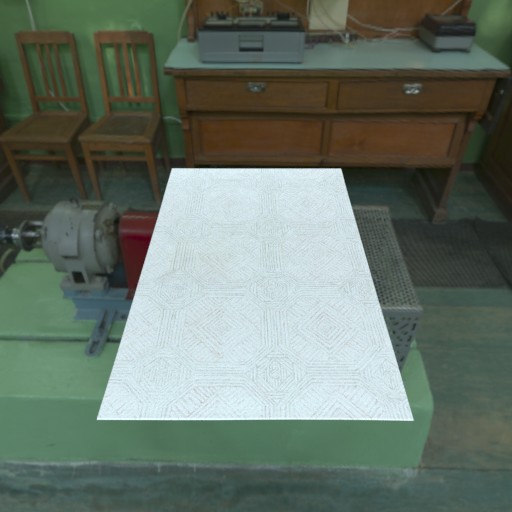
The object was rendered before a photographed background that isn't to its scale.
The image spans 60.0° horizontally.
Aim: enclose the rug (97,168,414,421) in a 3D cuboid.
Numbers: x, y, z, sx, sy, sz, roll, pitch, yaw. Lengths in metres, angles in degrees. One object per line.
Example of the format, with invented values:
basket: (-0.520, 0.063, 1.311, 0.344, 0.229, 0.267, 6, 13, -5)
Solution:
rug: (0.000, 0.000, 3.060, 1.524, 0.008, 2.440, 0, 40, 0)
